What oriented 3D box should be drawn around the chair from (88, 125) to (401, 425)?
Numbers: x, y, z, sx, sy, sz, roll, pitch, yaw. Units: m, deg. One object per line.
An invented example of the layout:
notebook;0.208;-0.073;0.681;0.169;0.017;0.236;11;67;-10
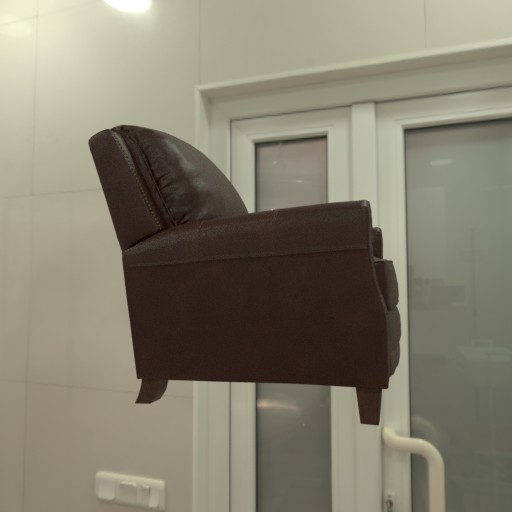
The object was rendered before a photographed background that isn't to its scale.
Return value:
chair;0.000;0.000;1.765;1.089;1.022;0.826;-1;-3;19
